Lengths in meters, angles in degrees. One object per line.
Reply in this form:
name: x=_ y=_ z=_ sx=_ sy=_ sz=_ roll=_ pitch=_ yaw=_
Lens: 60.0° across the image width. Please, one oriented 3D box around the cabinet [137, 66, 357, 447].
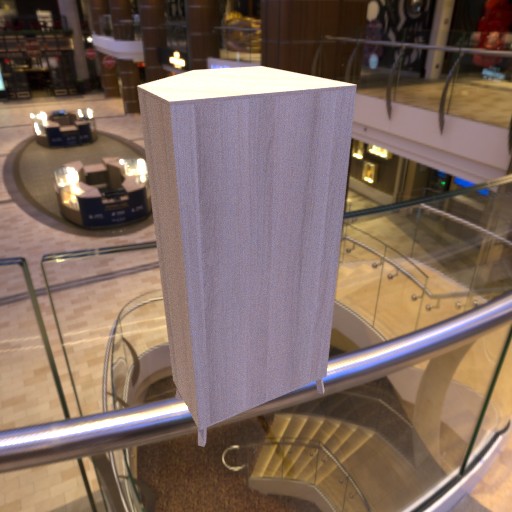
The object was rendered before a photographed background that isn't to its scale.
cabinet: x=0.000 y=0.000 z=2.640 sx=0.969 sy=1.957 sz=1.272 roll=8 pitch=30 yaw=14
